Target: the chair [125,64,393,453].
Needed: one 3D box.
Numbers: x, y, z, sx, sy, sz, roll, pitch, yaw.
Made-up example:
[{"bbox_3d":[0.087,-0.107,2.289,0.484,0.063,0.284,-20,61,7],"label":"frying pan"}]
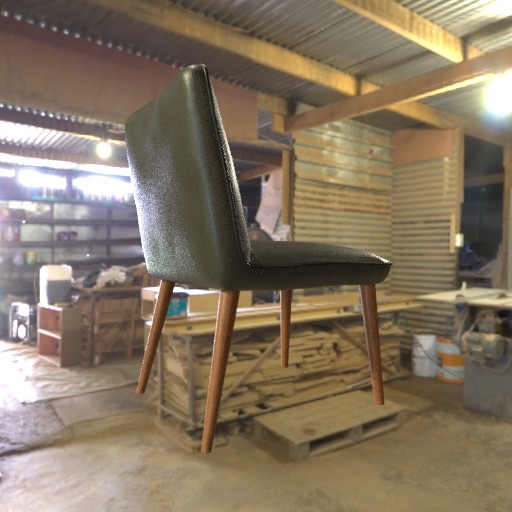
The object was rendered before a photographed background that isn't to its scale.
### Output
[{"bbox_3d":[0.000,0.000,1.240,0.645,0.801,0.543,-1,1,-37],"label":"chair"}]
